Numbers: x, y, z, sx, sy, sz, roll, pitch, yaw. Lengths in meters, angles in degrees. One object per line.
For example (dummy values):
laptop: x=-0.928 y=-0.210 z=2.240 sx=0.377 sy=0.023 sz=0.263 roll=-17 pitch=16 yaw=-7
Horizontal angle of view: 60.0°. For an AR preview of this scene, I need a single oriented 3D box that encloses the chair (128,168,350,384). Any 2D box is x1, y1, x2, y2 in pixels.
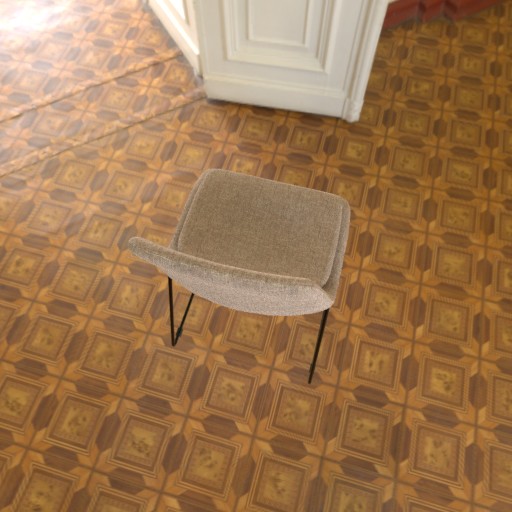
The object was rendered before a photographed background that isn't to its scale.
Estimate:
chair: x=0.000 y=0.000 z=1.167 sx=0.479 sy=0.858 sz=0.518 roll=14 pitch=64 yaw=7
